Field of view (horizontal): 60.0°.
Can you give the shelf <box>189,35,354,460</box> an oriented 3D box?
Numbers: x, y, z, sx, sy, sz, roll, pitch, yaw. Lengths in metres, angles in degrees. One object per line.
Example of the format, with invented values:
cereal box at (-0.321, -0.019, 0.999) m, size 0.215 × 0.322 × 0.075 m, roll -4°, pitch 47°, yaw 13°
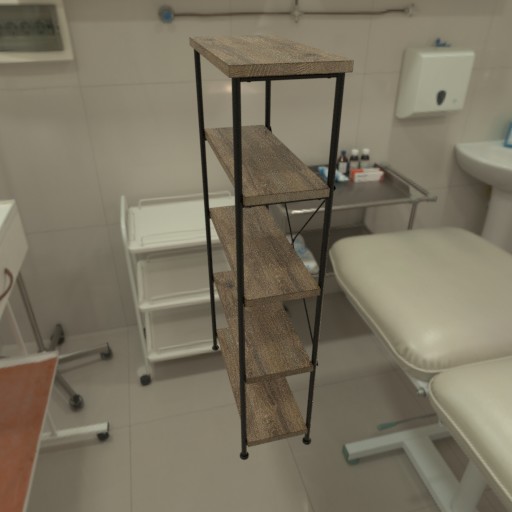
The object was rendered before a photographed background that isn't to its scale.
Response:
shelf at (0.000, 0.000, 1.978) m, size 0.360 × 1.700 × 0.800 m, roll -8°, pitch 32°, yaw -13°
